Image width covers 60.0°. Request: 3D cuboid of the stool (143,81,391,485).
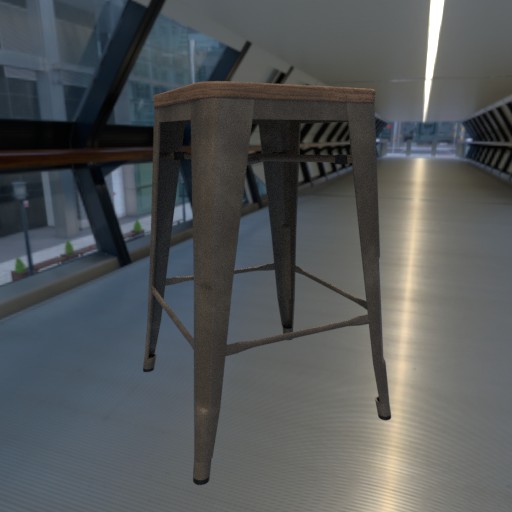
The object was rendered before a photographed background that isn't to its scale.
[{"bbox_3d":[0.000,0.000,0.880,0.407,0.607,0.407,-7,17,-25],"label":"stool"}]
